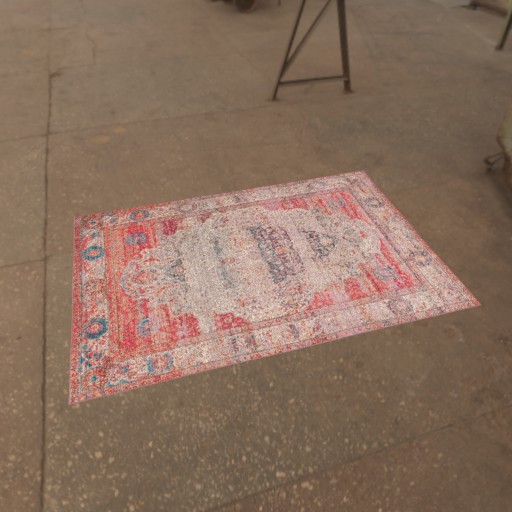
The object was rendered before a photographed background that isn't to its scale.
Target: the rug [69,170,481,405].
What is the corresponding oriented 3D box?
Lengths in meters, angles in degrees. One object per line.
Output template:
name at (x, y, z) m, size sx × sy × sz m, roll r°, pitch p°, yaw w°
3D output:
rug at (0.000, 0.000, 2.300) m, size 1.829 × 0.006 × 1.219 m, roll -11°, pitch 44°, yaw -12°
